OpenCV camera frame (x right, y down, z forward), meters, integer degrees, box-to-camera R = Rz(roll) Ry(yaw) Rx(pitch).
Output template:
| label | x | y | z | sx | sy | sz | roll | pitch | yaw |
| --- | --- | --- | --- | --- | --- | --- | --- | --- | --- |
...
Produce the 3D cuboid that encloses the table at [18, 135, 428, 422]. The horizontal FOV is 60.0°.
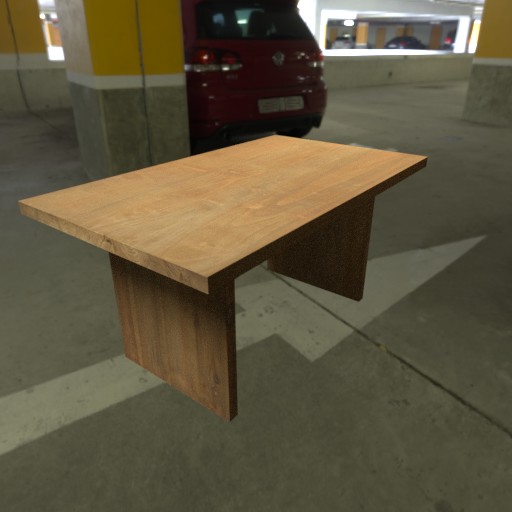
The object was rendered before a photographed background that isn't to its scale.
| label | x | y | z | sx | sy | sz | roll | pitch | yaw |
| --- | --- | --- | --- | --- | --- | --- | --- | --- | --- |
| table | 0.000 | 0.000 | 2.095 | 0.946 | 0.780 | 1.609 | 19 | 31 | 34 |
